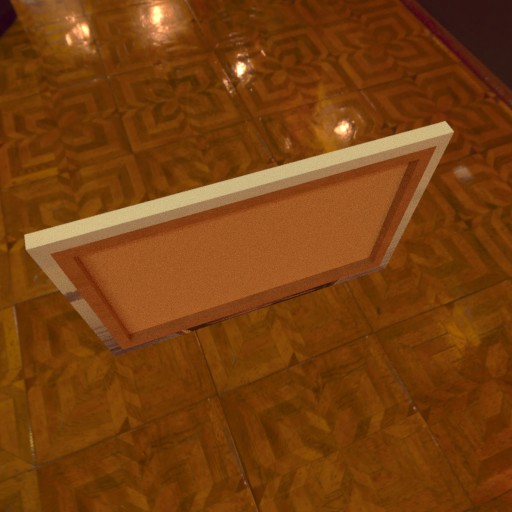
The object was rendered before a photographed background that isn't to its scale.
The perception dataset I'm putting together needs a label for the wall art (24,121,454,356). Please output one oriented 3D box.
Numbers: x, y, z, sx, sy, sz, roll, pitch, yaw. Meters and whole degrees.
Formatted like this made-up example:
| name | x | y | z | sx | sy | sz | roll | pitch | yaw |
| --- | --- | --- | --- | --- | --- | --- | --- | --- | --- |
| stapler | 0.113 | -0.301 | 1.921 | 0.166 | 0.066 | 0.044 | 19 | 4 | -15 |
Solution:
| name | x | y | z | sx | sy | sz | roll | pitch | yaw |
| --- | --- | --- | --- | --- | --- | --- | --- | --- | --- |
| wall art | 0.000 | 0.000 | 1.166 | 0.916 | 0.609 | 0.037 | -17 | 60 | -10 |
